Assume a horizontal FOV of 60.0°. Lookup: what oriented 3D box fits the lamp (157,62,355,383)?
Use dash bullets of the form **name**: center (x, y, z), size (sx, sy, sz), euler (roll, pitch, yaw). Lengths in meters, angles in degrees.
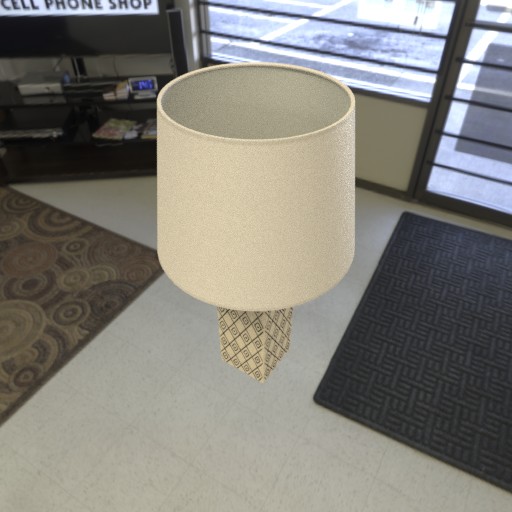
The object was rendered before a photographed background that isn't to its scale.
- **lamp**: center (0.000, 0.000, 0.593), size (0.251, 0.435, 0.251), euler (0, 42, 0)
